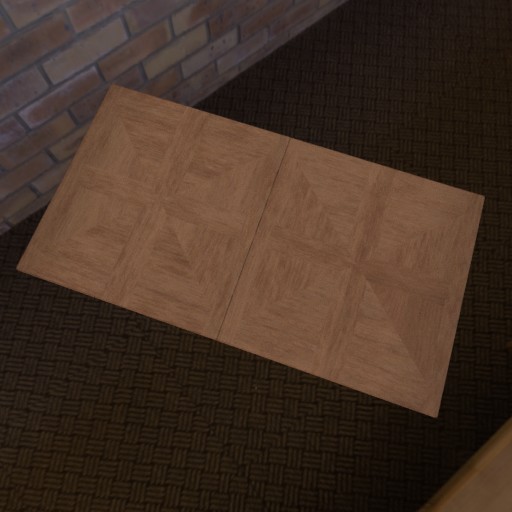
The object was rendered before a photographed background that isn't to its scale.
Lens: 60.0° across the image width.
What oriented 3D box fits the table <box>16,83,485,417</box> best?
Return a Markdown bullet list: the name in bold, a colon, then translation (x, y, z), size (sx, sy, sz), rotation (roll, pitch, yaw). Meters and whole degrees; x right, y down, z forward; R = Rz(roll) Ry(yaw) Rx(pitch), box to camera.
- **table**: translation (0.000, 0.000, 2.361), size (1.881, 0.768, 1.016), rotation (18, 74, 5)
